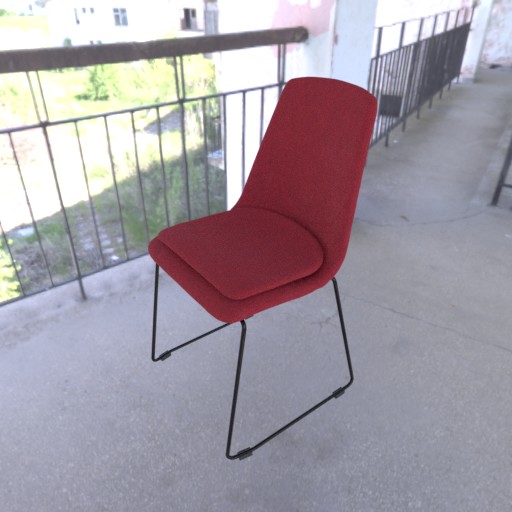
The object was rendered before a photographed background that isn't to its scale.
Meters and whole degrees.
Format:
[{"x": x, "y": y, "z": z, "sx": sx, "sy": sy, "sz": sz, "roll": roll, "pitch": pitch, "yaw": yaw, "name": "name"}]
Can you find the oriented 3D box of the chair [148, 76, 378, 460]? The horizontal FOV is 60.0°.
[{"x": 0.000, "y": 0.000, "z": 1.207, "sx": 0.518, "sy": 0.858, "sz": 0.479, "roll": -21, "pitch": 37, "yaw": -31, "name": "chair"}]
